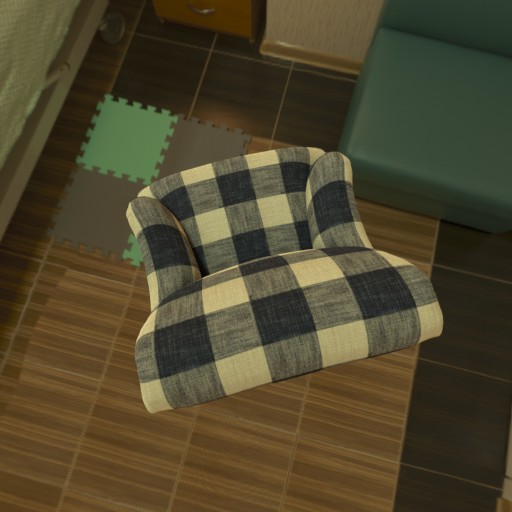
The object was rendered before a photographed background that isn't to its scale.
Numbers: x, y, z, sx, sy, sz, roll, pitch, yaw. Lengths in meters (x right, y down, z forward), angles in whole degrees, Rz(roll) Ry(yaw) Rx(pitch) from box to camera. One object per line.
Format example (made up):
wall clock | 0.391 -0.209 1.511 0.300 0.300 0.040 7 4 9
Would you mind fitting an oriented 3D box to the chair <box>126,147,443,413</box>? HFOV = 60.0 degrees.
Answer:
chair | 0.000 0.000 1.556 0.781 0.953 0.848 -14 75 -4
